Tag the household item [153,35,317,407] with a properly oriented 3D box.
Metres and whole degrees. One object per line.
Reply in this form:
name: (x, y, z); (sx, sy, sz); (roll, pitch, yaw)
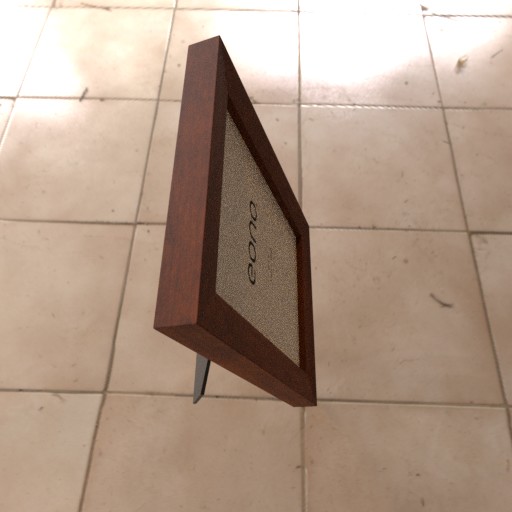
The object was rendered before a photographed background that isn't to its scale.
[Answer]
household item: (0.000, 0.000, 0.290); (0.096, 0.204, 0.160); (1, 63, 0)
